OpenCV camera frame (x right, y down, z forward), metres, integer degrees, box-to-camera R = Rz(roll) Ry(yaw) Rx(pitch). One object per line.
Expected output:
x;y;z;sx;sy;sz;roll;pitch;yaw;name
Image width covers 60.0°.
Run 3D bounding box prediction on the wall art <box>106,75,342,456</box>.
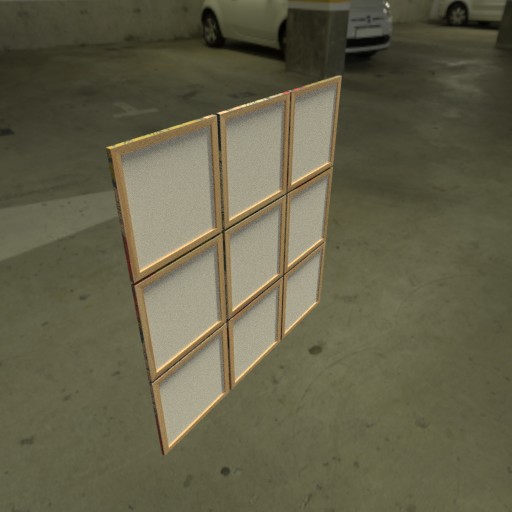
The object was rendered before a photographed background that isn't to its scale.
0.000;0.000;1.357;0.013;0.913;0.904;21;38;30;wall art
